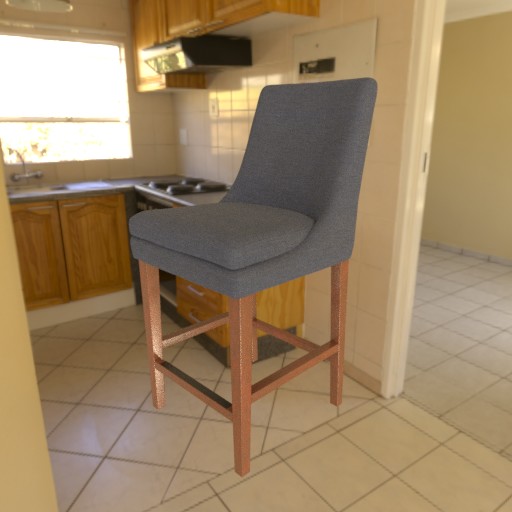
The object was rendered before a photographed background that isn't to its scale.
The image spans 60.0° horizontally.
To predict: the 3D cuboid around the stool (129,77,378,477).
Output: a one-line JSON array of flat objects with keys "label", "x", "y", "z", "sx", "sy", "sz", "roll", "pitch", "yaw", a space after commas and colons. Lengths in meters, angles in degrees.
[{"label": "stool", "x": 0.000, "y": 0.000, "z": 1.299, "sx": 0.577, "sy": 0.981, "sz": 0.470, "roll": -16, "pitch": 23, "yaw": -42}]
